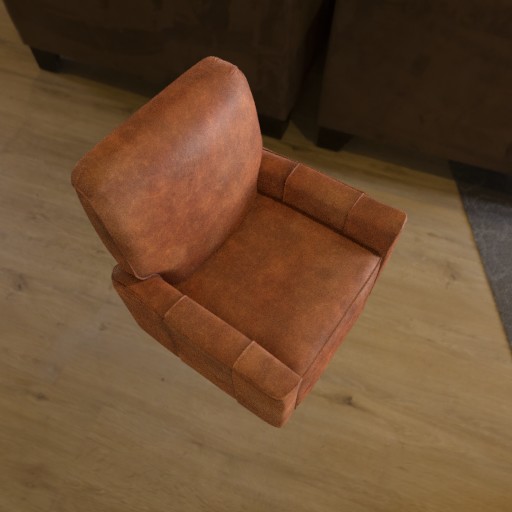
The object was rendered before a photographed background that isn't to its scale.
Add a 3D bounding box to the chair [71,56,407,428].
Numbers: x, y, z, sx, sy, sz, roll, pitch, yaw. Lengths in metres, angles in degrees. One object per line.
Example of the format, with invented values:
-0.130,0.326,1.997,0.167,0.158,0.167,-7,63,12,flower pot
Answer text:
0.000,0.000,1.662,0.836,1.043,0.843,32,64,17,chair
